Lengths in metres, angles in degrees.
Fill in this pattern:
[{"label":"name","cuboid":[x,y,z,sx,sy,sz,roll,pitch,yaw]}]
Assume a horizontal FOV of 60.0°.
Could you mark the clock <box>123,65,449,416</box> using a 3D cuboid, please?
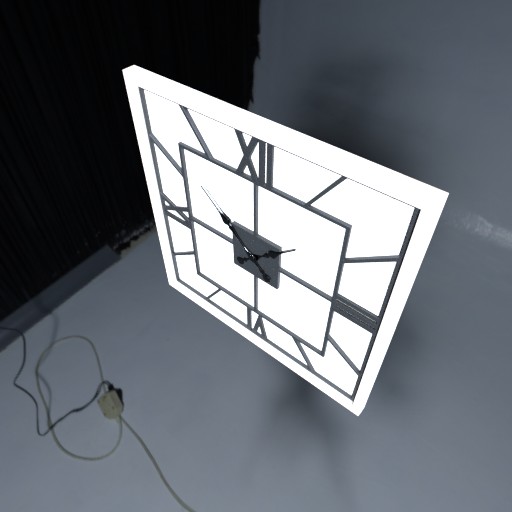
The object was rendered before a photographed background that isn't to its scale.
[{"label":"clock","cuboid":[0.000,0.000,1.051,0.705,0.705,0.032,30,53,26]}]
